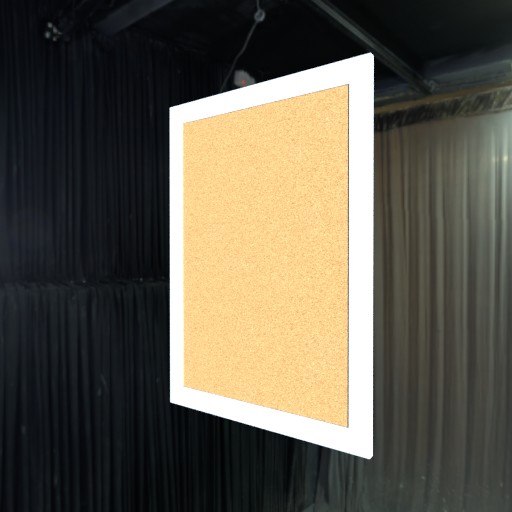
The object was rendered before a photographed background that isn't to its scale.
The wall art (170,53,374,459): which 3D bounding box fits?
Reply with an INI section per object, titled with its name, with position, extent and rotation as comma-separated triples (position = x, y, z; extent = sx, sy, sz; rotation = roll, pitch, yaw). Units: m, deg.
[wall art]
position = 0.000, 0.000, 0.690
extent = 0.374, 0.529, 0.012
rotation = 0, 1, 36
